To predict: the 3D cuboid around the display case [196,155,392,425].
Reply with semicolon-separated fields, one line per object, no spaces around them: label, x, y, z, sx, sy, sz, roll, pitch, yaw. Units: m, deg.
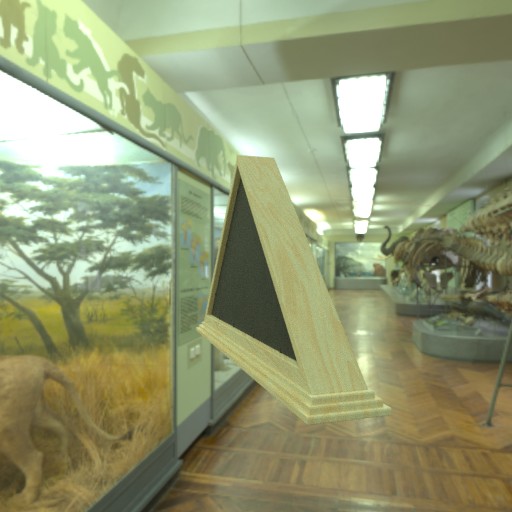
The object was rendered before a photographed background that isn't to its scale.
display case;0.000;0.000;0.753;0.095;0.340;0.640;0;-1;-17
